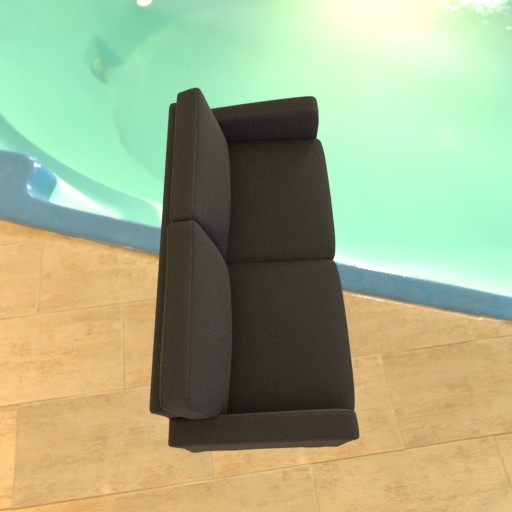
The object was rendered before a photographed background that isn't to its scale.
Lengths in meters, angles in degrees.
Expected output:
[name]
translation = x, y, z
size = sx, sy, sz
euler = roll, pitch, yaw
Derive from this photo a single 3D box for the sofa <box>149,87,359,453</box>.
[sofa]
translation = 0.000, 0.000, 2.337
size = 0.898, 0.839, 1.852
euler = -2, 64, -1
